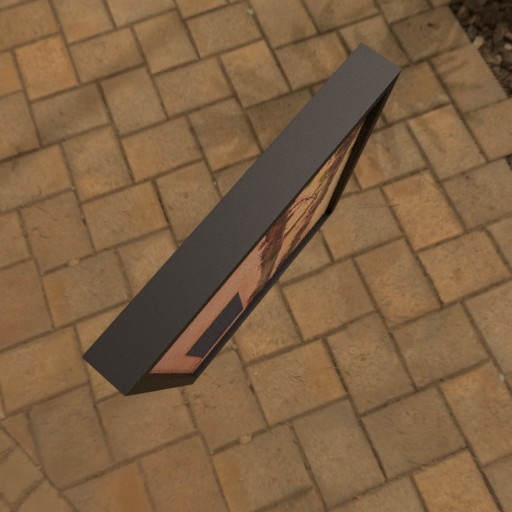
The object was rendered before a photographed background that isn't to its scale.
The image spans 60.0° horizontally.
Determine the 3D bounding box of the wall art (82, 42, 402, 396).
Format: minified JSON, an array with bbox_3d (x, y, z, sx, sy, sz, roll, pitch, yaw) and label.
[{"bbox_3d":[0.000,0.000,0.455,0.038,0.304,0.305,38,78,9],"label":"wall art"}]
